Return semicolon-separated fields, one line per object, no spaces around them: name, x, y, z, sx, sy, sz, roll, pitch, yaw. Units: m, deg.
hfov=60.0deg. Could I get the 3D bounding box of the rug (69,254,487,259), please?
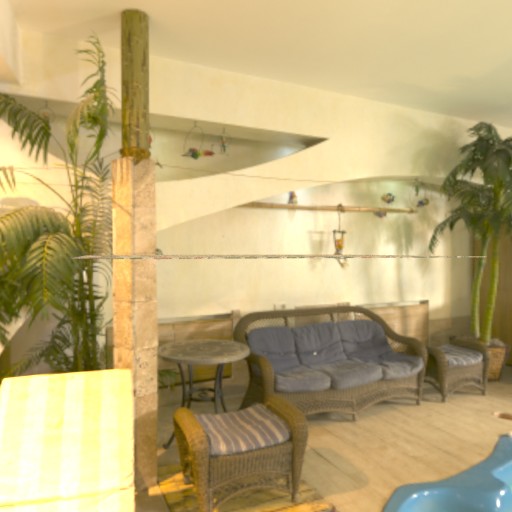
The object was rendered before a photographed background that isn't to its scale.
rug;0.000;0.000;4.117;3.048;0.010;2.438;0;1;-18
